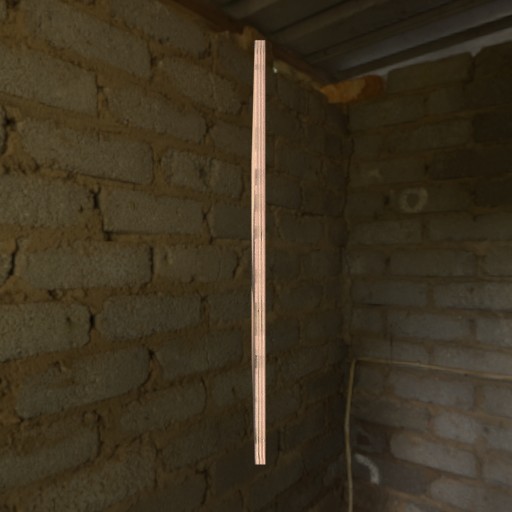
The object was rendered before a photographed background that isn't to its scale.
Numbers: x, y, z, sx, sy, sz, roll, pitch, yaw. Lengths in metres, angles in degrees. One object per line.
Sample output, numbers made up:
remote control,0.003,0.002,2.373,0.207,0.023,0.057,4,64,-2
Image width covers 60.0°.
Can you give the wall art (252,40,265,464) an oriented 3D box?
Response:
wall art,0.000,0.000,0.680,0.010,0.408,0.508,0,-1,-1
